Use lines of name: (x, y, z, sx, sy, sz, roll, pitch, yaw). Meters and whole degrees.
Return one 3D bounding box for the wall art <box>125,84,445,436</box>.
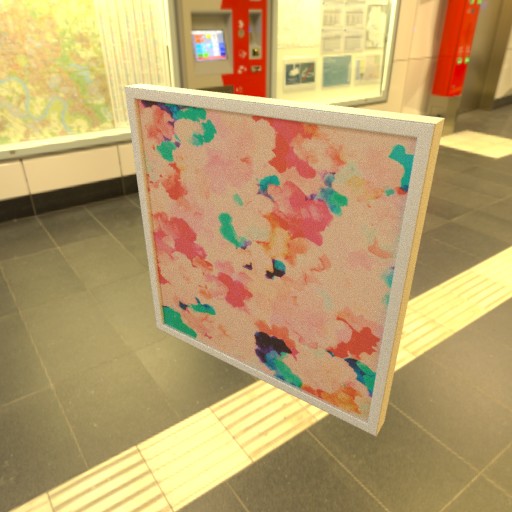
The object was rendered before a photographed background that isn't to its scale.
wall art: (0.000, 0.000, 0.748, 0.506, 0.505, 0.038, 18, 34, 30)
